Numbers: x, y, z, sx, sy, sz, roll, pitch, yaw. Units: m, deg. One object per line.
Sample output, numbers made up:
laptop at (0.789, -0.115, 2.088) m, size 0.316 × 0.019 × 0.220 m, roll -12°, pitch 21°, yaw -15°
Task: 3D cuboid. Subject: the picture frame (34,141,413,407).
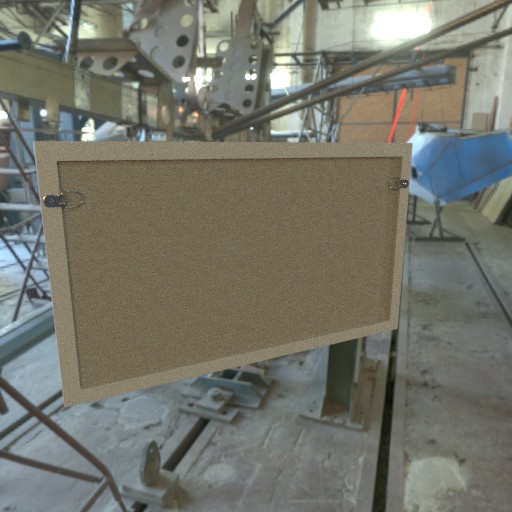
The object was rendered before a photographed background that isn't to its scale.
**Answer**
picture frame at (0.000, 0.000, 0.762) m, size 0.647 × 0.379 × 0.044 m, roll -7°, pitch 15°, yaw -26°
